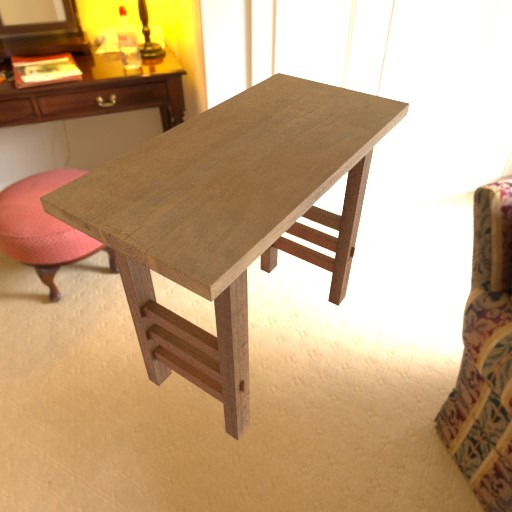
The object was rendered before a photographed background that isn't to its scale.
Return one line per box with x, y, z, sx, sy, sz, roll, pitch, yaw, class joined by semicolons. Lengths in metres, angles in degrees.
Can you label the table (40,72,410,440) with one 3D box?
0.000;0.000;1.646;0.556;0.914;1.119;25;47;25;table
